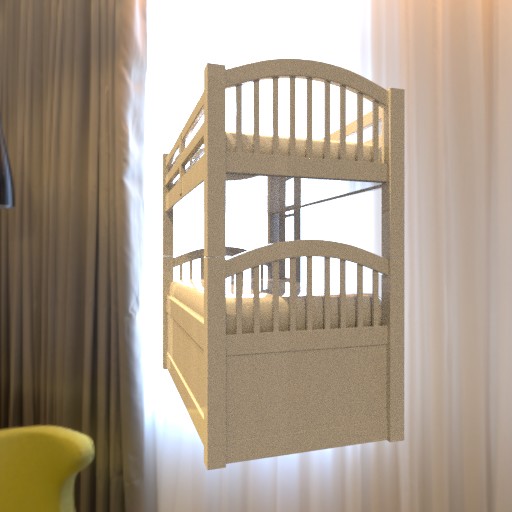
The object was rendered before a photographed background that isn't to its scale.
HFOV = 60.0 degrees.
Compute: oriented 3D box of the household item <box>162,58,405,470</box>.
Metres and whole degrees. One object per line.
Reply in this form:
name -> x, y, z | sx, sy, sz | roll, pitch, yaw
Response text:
household item -> 0.000, 0.000, 3.243 | 1.143, 2.032, 2.032 | 0, 0, -18
